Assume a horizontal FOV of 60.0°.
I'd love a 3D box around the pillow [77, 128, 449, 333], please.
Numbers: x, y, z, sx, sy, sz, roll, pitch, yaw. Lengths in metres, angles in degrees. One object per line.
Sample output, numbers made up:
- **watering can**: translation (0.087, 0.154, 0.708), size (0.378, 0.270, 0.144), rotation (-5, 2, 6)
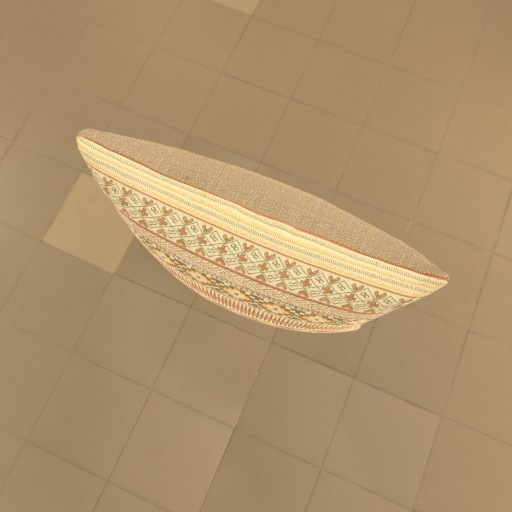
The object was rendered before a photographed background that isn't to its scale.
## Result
- **pillow**: translation (0.000, 0.000, 0.802), size (0.521, 0.519, 0.215), rotation (22, 76, 6)
